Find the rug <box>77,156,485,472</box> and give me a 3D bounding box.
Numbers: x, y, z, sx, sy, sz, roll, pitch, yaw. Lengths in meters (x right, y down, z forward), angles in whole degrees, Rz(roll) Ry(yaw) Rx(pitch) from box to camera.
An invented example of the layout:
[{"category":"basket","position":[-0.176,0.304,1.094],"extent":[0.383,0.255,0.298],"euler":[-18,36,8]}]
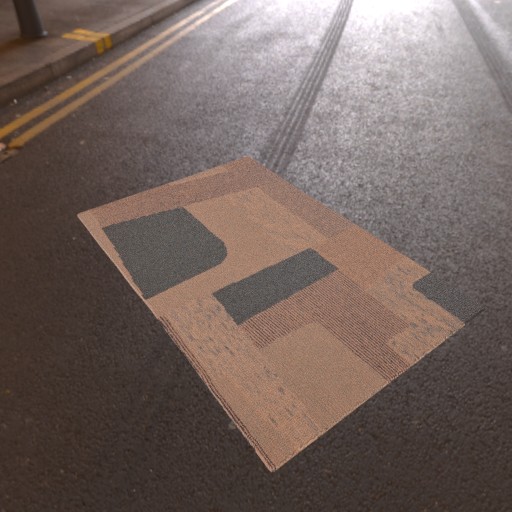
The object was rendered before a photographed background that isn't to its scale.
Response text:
[{"category":"rug","position":[0.000,0.000,2.301],"extent":[1.238,0.020,1.847],"euler":[-25,46,-27]}]
